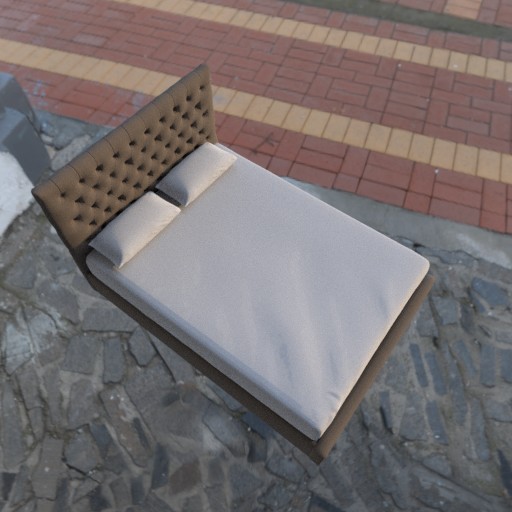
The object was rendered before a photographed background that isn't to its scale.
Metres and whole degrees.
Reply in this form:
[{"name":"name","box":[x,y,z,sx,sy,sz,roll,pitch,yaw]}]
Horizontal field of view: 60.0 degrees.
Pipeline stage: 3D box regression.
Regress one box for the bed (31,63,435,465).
[{"name":"bed","box":[0.000,0.000,3.369,2.387,1.427,1.698,33,63,19]}]
